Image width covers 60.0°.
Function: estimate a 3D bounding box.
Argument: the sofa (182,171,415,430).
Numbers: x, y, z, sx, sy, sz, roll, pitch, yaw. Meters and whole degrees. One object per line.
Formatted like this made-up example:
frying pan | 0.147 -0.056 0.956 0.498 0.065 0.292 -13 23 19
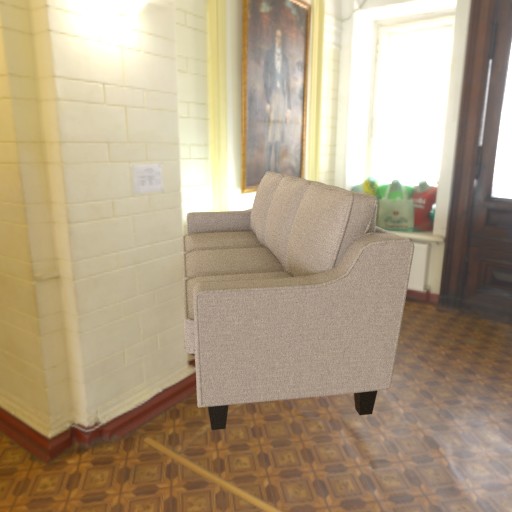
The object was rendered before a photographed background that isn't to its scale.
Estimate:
sofa | 0.000 0.000 2.731 0.899 0.950 2.129 -2 14 -9
